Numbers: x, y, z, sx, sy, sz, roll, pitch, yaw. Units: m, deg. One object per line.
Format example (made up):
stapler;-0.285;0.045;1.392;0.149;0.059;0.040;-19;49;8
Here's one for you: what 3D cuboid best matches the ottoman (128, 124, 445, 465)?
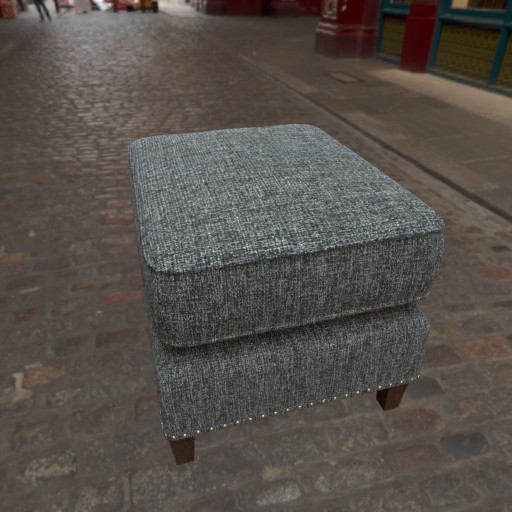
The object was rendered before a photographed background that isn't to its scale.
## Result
ottoman;0.000;0.000;1.142;0.589;0.537;0.738;-9;33;-14
